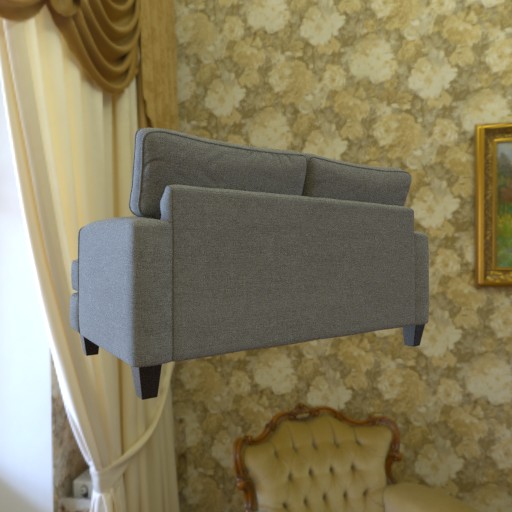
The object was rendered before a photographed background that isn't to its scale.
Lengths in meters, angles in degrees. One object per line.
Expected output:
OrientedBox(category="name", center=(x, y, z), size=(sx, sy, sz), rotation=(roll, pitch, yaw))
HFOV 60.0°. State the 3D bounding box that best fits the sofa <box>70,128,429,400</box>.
OrientedBox(category="sofa", center=(0.000, 0.000, 2.293), size=(1.651, 0.965, 0.965), rotation=(0, 1, -35))
